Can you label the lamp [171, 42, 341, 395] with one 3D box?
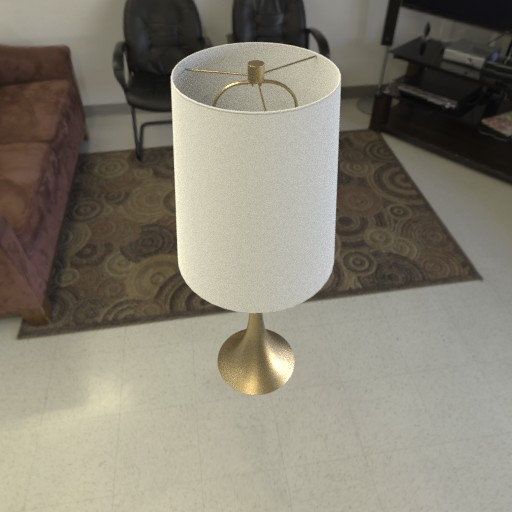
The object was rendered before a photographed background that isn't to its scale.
[{"bbox_3d":[0.000,0.000,0.666,0.231,0.569,0.231,0,45,0],"label":"lamp"}]
